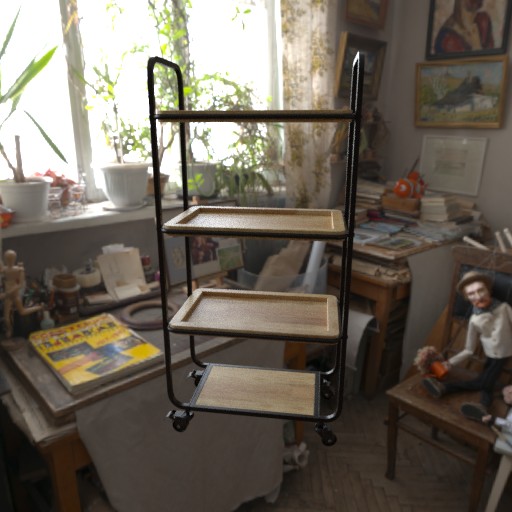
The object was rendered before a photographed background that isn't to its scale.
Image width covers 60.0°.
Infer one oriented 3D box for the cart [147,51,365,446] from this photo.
[{"bbox_3d":[0.000,0.000,1.314,0.545,1.080,0.321,2,17,8],"label":"cart"}]
